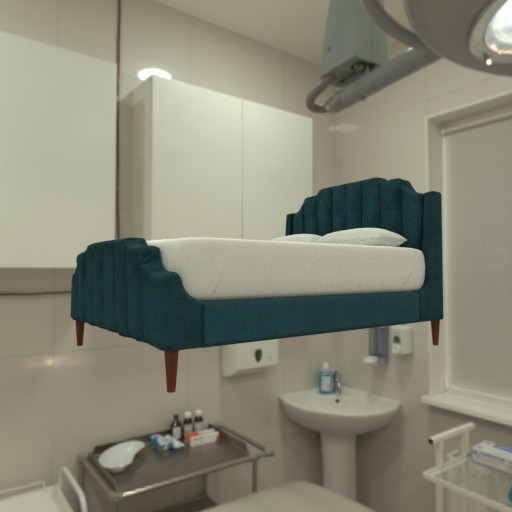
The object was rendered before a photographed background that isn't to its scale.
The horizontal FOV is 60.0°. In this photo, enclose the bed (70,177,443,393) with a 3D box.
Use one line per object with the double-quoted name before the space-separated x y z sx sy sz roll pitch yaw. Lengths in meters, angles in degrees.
"bed" 0.000 0.000 3.363 2.322 1.351 1.676 1 -2 -36
